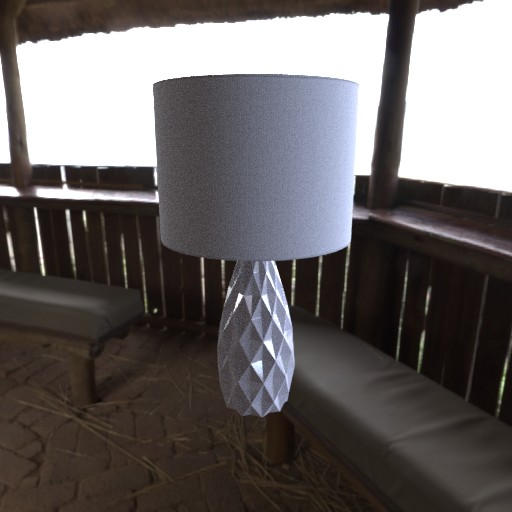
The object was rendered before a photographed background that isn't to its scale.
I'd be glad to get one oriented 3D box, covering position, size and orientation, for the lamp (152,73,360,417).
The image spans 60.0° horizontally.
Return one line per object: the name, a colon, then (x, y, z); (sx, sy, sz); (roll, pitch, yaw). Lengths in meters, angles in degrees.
lamp: (0.000, 0.000, 0.716); (0.297, 0.522, 0.297); (0, 15, 0)
